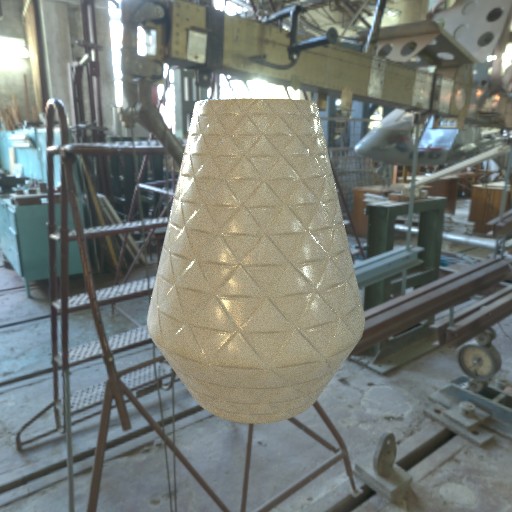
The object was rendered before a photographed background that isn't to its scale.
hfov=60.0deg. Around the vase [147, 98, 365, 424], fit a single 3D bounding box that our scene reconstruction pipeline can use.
[{"bbox_3d":[0.000,0.000,0.352,0.175,0.230,0.175,0,15,0],"label":"vase"}]
